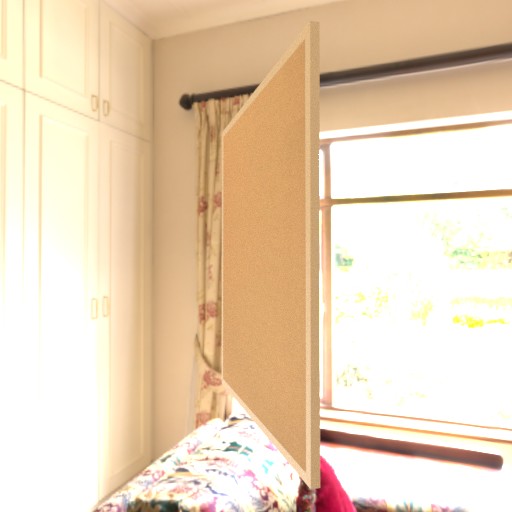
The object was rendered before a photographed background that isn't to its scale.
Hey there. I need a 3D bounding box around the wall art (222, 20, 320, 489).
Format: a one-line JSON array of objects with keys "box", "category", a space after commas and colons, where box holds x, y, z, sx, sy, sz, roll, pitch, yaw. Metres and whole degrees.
[{"box": [0.000, 0.000, 0.758, 0.012, 0.557, 0.482, 0, -1, -17], "category": "wall art"}]
